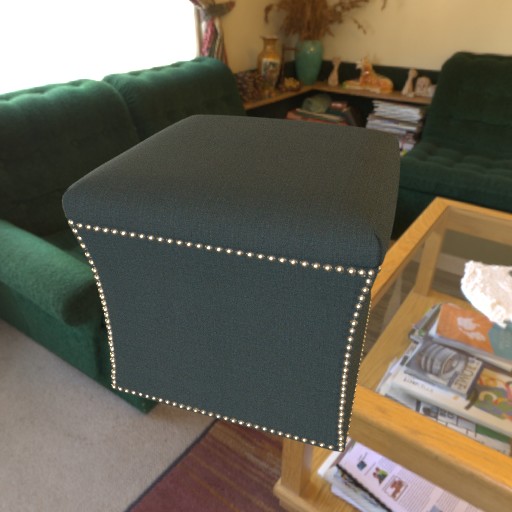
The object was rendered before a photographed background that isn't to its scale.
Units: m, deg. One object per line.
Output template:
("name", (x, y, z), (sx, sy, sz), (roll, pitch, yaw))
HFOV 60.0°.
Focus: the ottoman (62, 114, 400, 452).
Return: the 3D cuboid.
("ottoman", (0.000, 0.000, 0.911), (0.507, 0.475, 0.497), (10, 33, 15))
